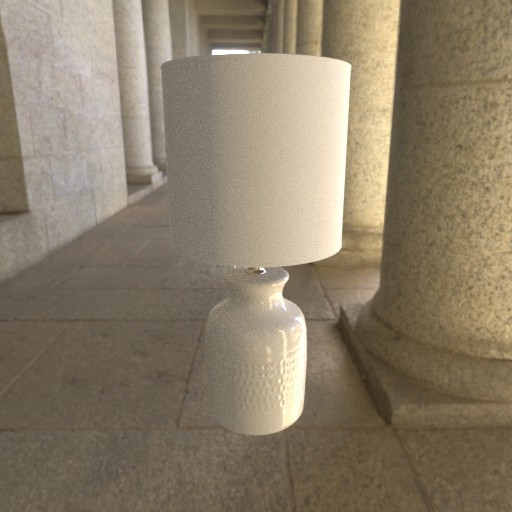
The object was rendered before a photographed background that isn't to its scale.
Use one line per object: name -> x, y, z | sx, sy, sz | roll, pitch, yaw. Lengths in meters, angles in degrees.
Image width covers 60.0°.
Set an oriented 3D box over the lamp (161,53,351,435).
lamp -> 0.000, 0.000, 0.499 | 0.188, 0.392, 0.188 | -9, 18, -29
